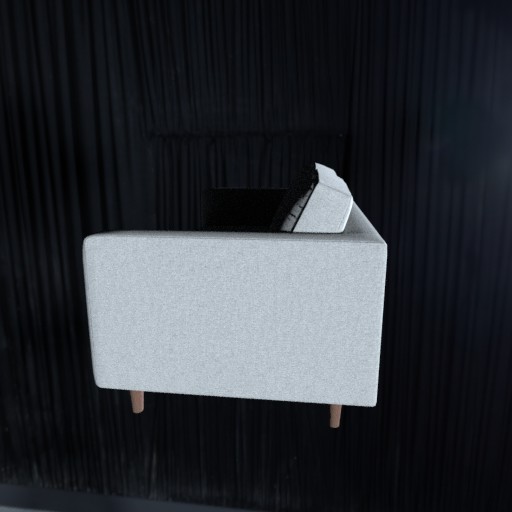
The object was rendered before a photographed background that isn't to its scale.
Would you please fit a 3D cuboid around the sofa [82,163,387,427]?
[{"bbox_3d":[0.000,0.000,2.260,1.000,0.900,1.731,2,14,7],"label":"sofa"}]
